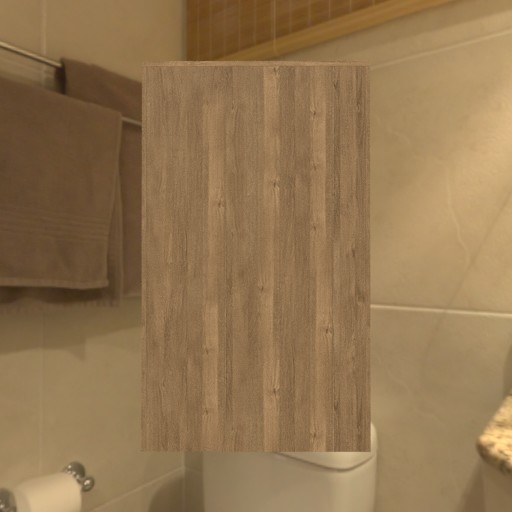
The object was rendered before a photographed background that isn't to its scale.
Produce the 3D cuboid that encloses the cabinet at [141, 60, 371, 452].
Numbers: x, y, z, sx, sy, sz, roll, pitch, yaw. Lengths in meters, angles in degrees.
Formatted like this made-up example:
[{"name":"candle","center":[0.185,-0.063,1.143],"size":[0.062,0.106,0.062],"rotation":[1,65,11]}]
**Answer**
[{"name":"cabinet","center":[0.000,0.000,1.577],"size":[0.750,1.280,0.250],"rotation":[0,0,0]}]
